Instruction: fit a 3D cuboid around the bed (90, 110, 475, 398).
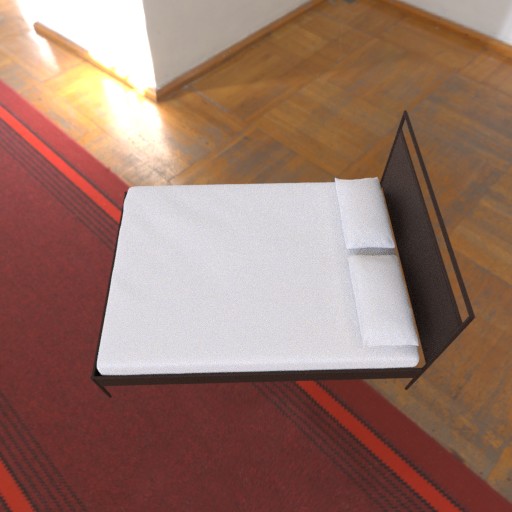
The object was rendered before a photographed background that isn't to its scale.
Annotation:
[{"bbox_3d":[0.000,0.000,3.082,2.122,1.173,1.572,-1,56,-1],"label":"bed"}]
